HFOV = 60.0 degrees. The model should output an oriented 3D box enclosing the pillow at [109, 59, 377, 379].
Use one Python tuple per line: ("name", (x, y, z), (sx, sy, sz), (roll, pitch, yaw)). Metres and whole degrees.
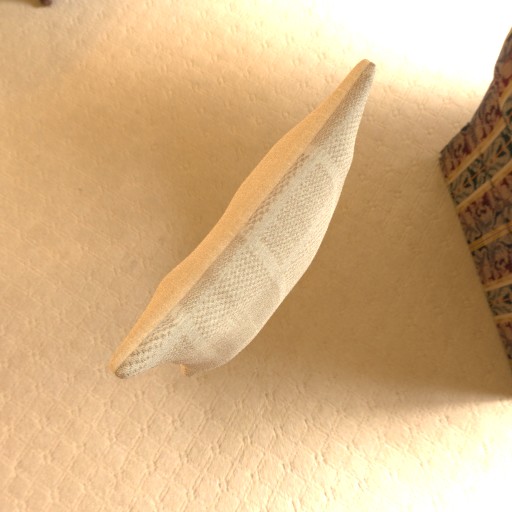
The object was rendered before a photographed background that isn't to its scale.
("pillow", (0.000, 0.000, 0.663), (0.138, 0.432, 0.436), (37, 78, 9))
